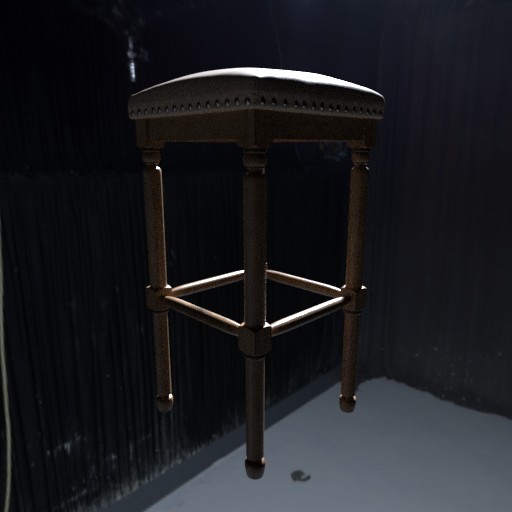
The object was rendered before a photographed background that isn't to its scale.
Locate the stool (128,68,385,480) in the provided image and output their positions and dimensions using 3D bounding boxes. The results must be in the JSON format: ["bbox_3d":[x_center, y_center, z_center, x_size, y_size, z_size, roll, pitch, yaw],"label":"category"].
[{"bbox_3d":[0.000,0.000,0.992,0.382,0.768,0.383,-13,19,-43],"label":"stool"}]
